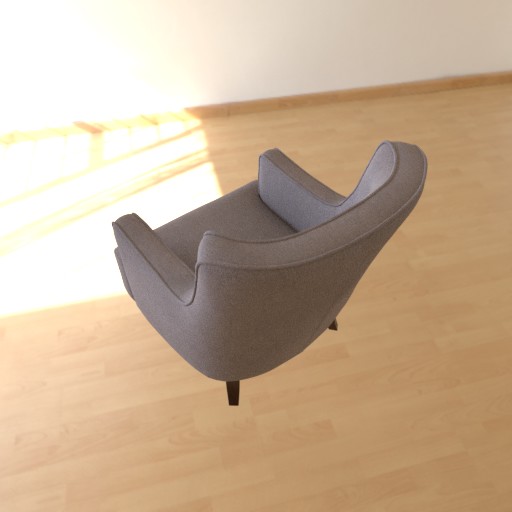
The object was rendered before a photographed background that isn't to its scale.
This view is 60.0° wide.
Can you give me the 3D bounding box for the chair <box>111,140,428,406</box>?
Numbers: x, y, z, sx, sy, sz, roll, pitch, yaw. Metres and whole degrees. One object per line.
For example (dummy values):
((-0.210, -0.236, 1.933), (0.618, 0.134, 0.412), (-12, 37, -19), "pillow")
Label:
((0.000, 0.000, 1.606), (0.781, 0.919, 0.910), (-30, 52, -27), "chair")
